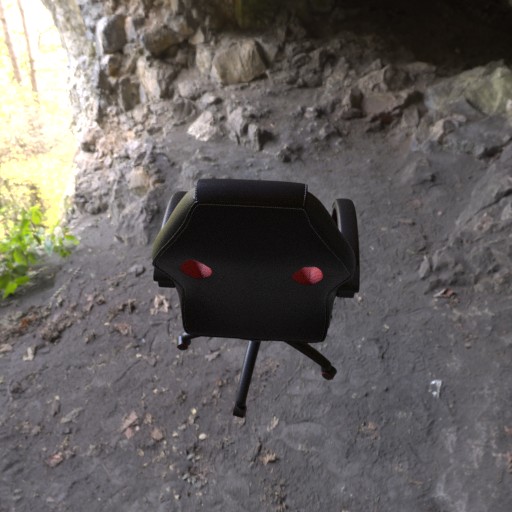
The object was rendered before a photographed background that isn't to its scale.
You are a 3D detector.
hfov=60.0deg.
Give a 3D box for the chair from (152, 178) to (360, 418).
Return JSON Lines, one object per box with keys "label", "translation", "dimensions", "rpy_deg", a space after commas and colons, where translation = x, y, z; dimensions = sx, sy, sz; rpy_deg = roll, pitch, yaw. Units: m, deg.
{"label": "chair", "translation": [0.000, 0.000, 1.700], "dimensions": [0.750, 1.189, 0.783], "rpy_deg": [3, 46, 3]}
